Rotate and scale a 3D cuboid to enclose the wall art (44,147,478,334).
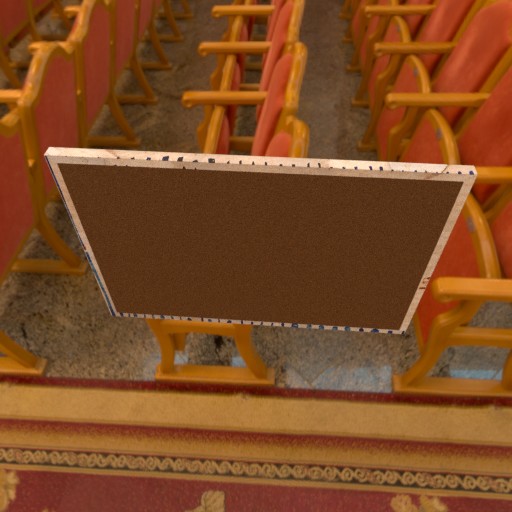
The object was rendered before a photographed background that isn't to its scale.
[{"bbox_3d":[0.000,0.000,1.171,0.919,0.609,0.030,3,48,3],"label":"wall art"}]
